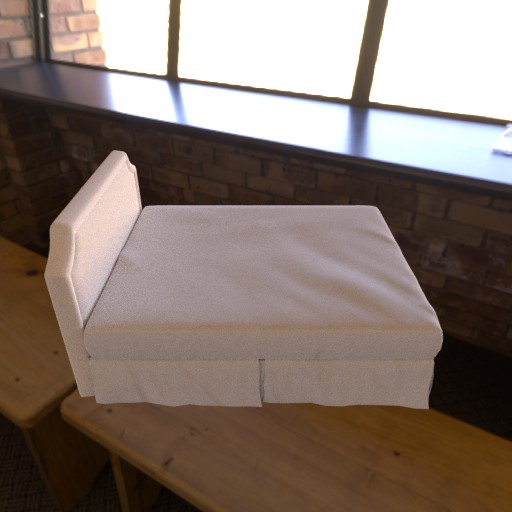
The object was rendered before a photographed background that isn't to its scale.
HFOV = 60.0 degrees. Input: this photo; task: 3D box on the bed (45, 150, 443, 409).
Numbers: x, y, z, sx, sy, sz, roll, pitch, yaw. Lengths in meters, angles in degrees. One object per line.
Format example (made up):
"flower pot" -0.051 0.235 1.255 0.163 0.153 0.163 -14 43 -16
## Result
"bed" 0.000 0.000 3.569 2.498 1.293 1.977 0 32 0
